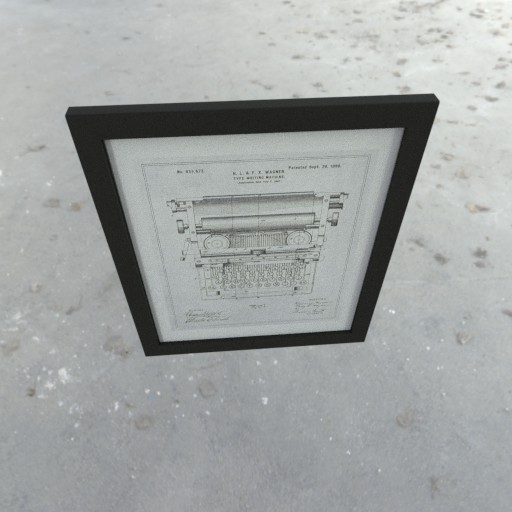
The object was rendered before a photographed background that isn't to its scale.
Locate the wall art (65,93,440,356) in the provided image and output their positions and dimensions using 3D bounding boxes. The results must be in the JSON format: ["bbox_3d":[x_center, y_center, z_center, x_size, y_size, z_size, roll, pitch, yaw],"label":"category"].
[{"bbox_3d":[0.000,0.000,0.697,0.432,0.508,0.021,-3,46,-3],"label":"wall art"}]
